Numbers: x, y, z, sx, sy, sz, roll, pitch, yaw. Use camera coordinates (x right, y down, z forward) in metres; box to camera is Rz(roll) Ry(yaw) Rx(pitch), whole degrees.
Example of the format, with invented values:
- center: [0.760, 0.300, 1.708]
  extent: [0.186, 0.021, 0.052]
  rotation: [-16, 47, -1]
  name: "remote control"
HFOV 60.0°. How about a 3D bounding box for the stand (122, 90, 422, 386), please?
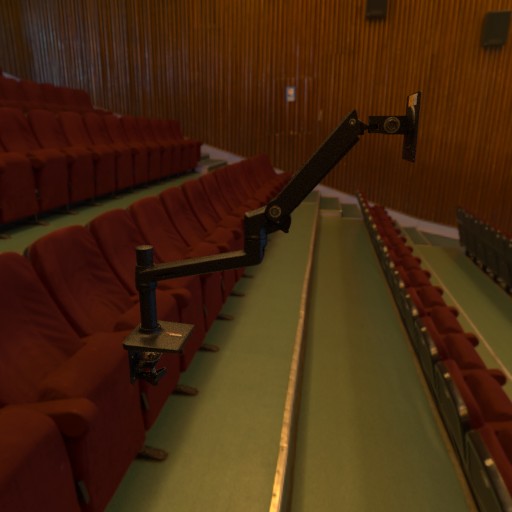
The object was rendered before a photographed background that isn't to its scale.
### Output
- center: [0.000, 0.000, 1.043]
  extent: [0.650, 0.713, 0.152]
  rotation: [2, 16, 8]
  name: "stand"
